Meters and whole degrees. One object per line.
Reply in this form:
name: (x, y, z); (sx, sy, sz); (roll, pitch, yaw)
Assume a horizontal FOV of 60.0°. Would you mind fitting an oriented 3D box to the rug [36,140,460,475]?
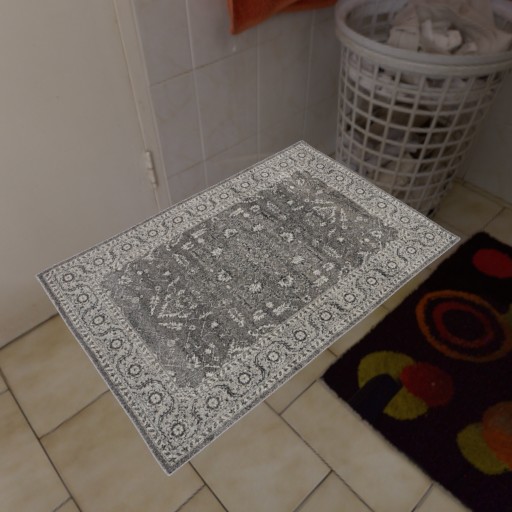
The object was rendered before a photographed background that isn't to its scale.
rug: (0.000, 0.000, 2.259); (1.828, 0.019, 1.209); (-32, 55, -26)
